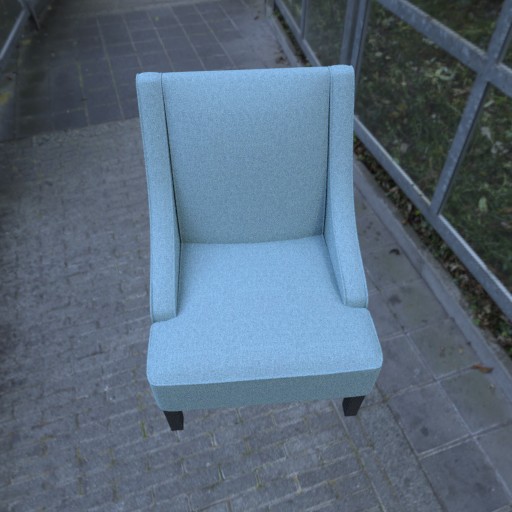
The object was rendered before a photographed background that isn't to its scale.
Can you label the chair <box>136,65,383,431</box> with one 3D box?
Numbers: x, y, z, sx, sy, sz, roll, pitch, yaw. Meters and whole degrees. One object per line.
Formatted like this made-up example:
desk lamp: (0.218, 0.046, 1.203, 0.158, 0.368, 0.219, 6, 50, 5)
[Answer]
chair: (0.000, 0.000, 1.833, 0.857, 1.133, 1.025, -4, 48, -3)
